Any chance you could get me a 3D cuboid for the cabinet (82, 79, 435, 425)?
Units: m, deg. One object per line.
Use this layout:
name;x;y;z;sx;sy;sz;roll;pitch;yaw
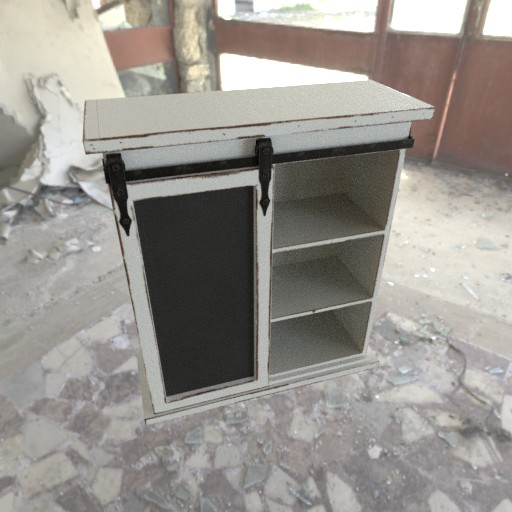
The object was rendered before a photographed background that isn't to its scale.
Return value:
cabinet;0.000;0.000;0.897;0.541;0.603;0.210;-10;35;-14
